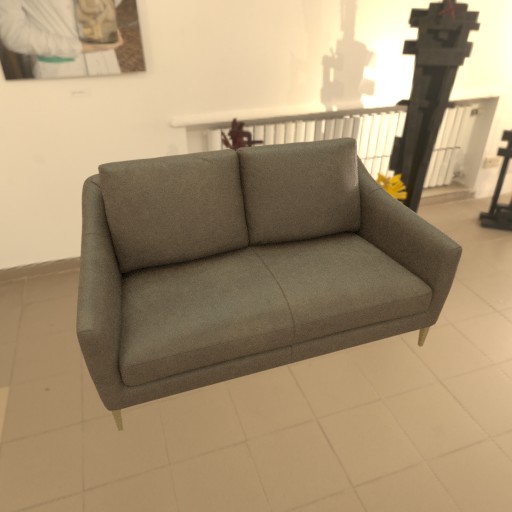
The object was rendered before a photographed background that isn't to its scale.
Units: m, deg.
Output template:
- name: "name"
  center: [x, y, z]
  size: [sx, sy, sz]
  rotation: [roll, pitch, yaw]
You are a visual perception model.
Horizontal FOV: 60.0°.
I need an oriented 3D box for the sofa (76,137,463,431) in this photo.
- name: "sofa"
  center: [0.000, 0.000, 2.161]
  size: [1.619, 0.902, 0.960]
  rotation: [-11, 34, -16]
